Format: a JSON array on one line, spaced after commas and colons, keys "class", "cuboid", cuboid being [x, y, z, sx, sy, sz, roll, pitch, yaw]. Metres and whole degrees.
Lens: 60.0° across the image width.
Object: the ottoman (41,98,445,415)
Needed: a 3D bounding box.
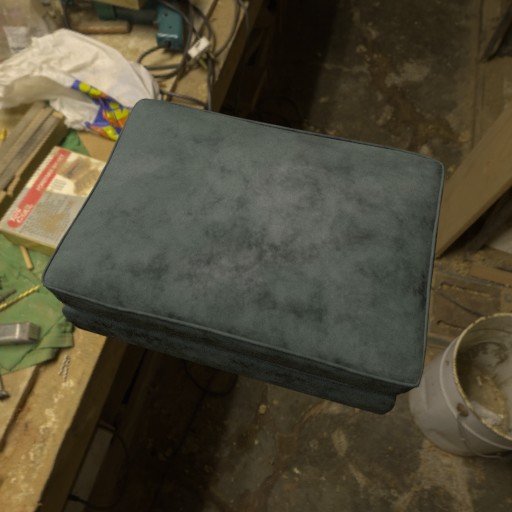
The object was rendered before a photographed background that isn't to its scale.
[{"class": "ottoman", "cuboid": [0.000, 0.000, 1.235, 0.864, 0.495, 0.632, 14, 64, 7]}]
